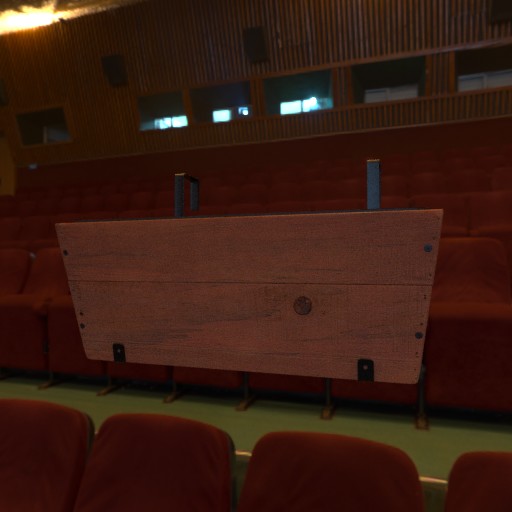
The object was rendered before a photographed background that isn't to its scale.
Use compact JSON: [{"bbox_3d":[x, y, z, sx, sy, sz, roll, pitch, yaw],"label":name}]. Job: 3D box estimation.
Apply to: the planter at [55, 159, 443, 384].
[{"bbox_3d":[0.000,0.000,0.640,0.480,0.289,0.262,0,-1,18],"label":"planter"}]
